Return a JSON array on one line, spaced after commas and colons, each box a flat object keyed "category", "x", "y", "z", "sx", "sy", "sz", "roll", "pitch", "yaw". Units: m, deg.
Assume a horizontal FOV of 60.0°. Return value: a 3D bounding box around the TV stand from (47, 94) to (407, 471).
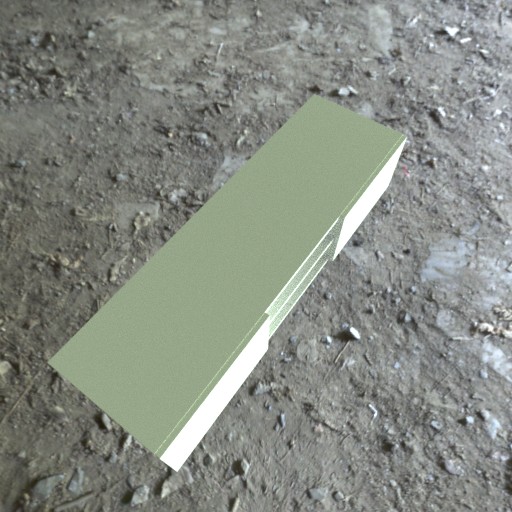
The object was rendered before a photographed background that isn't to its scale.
[{"category": "TV stand", "x": 0.000, "y": 0.000, "z": 1.597, "sx": 0.420, "sy": 0.310, "sz": 1.400, "roll": 32, "pitch": 63, "yaw": 18}]
